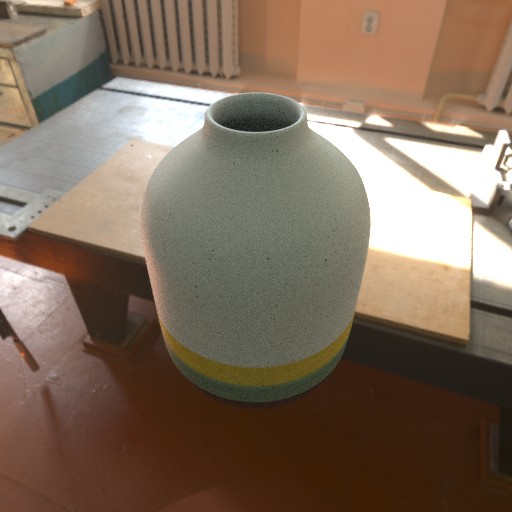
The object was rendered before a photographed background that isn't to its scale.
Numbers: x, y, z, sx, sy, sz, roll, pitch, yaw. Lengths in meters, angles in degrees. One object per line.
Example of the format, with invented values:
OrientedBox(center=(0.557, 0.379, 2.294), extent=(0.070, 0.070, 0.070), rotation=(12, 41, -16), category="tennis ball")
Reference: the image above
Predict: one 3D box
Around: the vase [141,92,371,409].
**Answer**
OrientedBox(center=(0.000, 0.000, 0.355), extent=(0.169, 0.240, 0.169), rotation=(0, 41, 0), category="vase")
